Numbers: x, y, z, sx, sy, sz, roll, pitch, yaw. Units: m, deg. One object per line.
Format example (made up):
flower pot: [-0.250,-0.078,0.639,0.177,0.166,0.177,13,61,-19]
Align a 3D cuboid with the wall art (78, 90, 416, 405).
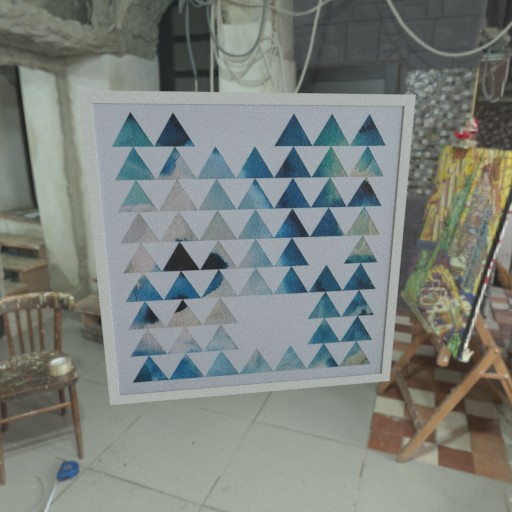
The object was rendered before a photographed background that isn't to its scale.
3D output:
wall art: [0.000,0.000,0.658,0.456,0.456,0.007,-2,16,-8]
